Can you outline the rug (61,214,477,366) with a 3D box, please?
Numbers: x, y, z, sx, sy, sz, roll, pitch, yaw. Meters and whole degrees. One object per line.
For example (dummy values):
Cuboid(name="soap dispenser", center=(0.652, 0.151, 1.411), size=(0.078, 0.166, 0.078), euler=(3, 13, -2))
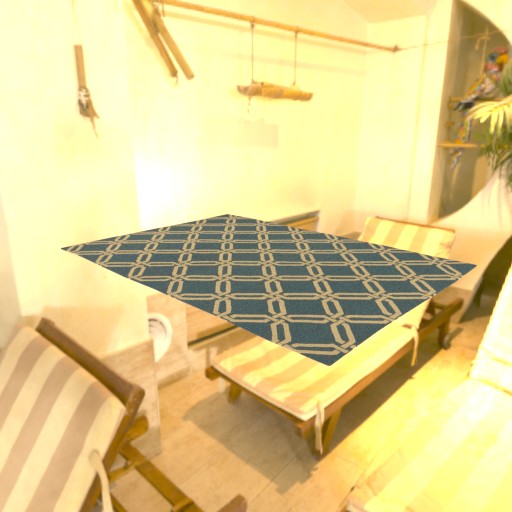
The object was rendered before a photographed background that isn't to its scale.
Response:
Cuboid(name="rug", center=(0.000, 0.000, 2.747), size=(2.135, 0.013, 1.524), euler=(16, 23, 41))
